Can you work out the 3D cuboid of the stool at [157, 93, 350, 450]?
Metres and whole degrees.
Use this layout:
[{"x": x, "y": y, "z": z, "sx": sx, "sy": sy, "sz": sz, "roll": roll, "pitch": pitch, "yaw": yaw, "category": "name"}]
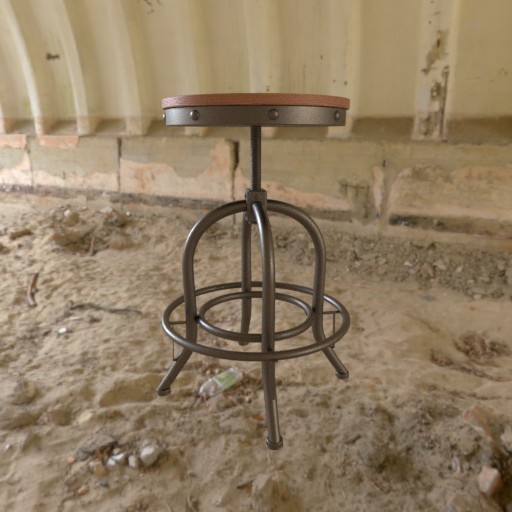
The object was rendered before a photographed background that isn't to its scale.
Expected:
[{"x": 0.000, "y": 0.000, "z": 0.919, "sx": 0.439, "sy": 0.609, "sz": 0.439, "roll": -3, "pitch": 16, "yaw": -9, "category": "stool"}]
